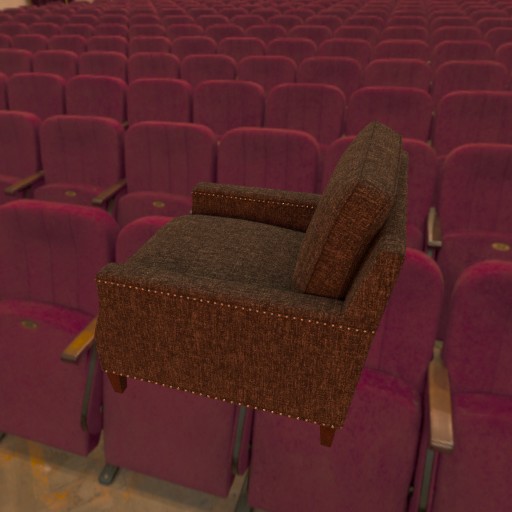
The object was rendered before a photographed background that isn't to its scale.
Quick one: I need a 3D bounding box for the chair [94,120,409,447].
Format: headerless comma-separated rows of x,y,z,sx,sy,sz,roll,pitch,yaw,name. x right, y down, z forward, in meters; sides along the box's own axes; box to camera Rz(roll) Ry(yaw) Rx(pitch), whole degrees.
0.000,0.000,1.707,1.014,0.943,0.853,9,32,15,chair
